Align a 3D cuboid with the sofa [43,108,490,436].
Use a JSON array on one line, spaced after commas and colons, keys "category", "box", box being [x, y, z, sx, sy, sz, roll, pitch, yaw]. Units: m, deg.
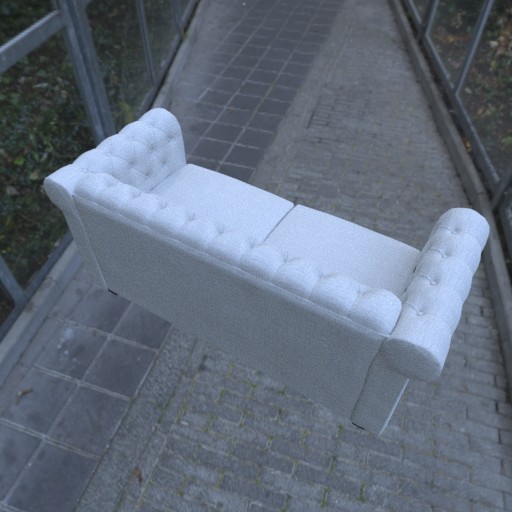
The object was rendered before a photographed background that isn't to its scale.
[{"category": "sofa", "box": [0.000, 0.000, 2.137, 1.798, 0.797, 0.783, 24, 51, 21]}]
